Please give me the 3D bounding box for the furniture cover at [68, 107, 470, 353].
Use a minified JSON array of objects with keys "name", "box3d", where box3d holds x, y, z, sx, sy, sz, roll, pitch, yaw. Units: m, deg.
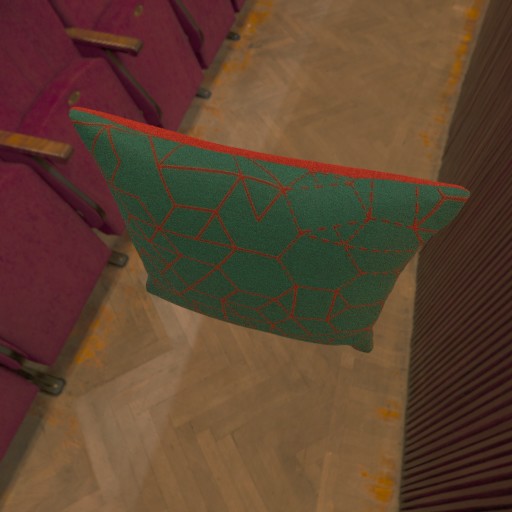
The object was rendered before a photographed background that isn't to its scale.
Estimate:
[{"name":"furniture cover","box3d":[0.000,0.000,0.762,0.517,0.508,0.158,13,59,8]}]
